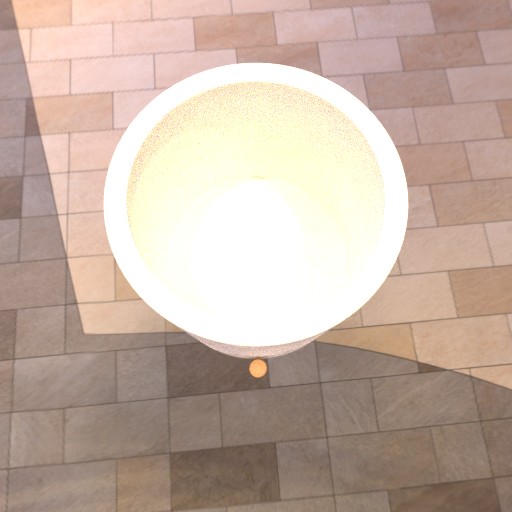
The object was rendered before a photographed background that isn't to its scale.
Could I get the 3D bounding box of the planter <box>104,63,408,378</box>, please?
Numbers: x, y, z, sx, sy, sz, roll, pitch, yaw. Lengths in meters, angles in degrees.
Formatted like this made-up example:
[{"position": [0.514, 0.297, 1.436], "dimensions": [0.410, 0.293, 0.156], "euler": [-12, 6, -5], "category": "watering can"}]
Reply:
[{"position": [0.000, 0.000, 0.931], "dimensions": [0.417, 0.670, 0.417], "euler": [38, 78, 10], "category": "planter"}]
